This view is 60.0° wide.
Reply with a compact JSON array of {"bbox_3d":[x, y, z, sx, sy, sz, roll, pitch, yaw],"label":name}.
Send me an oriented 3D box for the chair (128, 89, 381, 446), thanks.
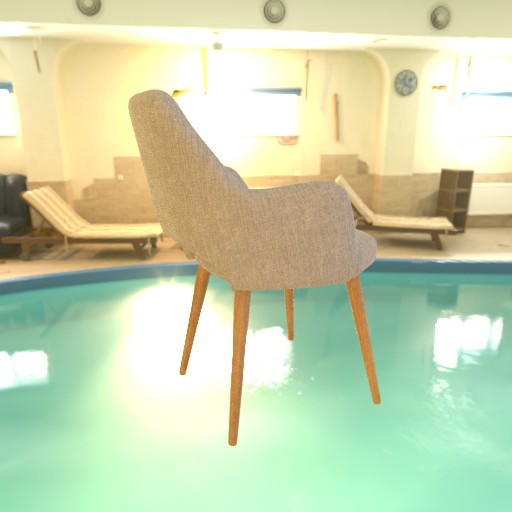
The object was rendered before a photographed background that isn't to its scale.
[{"bbox_3d":[0.000,0.000,1.233,0.610,0.840,0.590,-8,18,-27],"label":"chair"}]
